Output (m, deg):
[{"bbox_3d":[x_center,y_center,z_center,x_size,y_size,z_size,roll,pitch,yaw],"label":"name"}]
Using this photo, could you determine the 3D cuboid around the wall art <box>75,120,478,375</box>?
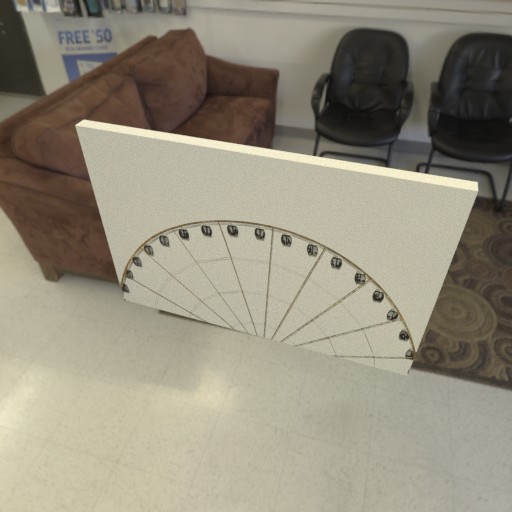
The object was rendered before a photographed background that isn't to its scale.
[{"bbox_3d":[0.000,0.000,1.154,0.898,0.601,0.038,13,42,14],"label":"wall art"}]
